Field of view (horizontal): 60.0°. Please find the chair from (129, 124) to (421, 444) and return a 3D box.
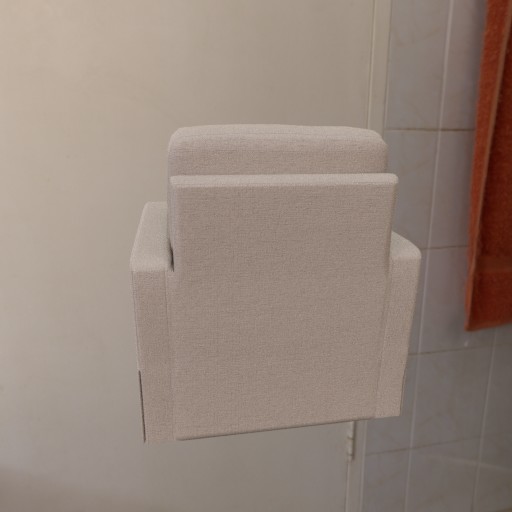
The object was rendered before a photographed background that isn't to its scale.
[{"bbox_3d":[0.000,0.000,1.500,0.755,0.827,0.888,-2,14,-10],"label":"chair"}]
